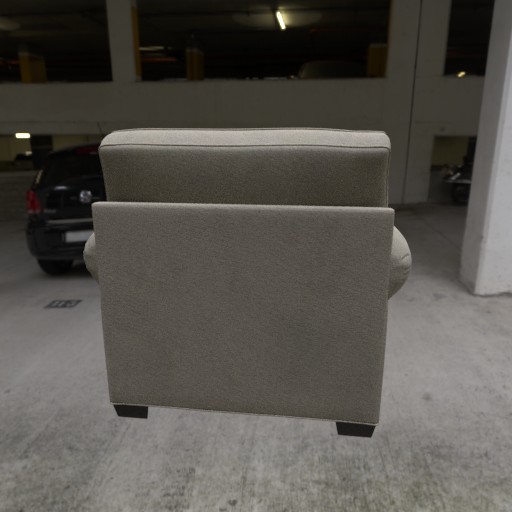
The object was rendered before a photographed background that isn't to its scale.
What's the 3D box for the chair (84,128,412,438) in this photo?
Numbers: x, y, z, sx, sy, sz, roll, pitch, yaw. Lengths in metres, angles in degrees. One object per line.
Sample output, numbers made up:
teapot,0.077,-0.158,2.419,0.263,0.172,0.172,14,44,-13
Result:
chair,0.000,0.000,1.891,1.147,1.044,0.939,2,16,7
